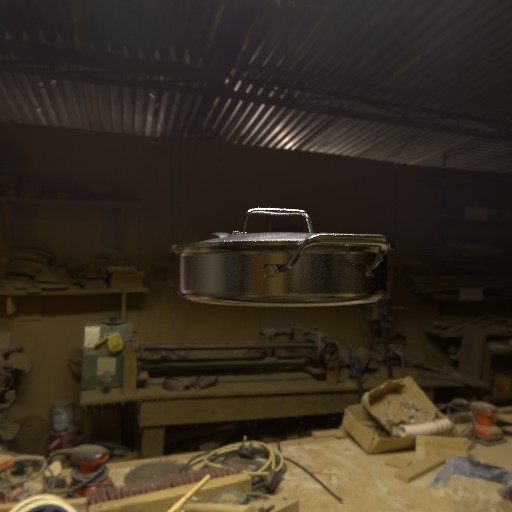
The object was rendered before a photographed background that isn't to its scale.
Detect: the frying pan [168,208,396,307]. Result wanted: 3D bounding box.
[{"bbox_3d":[0.000,0.000,0.658,0.280,0.114,0.561,0,-2,-18],"label":"frying pan"}]
